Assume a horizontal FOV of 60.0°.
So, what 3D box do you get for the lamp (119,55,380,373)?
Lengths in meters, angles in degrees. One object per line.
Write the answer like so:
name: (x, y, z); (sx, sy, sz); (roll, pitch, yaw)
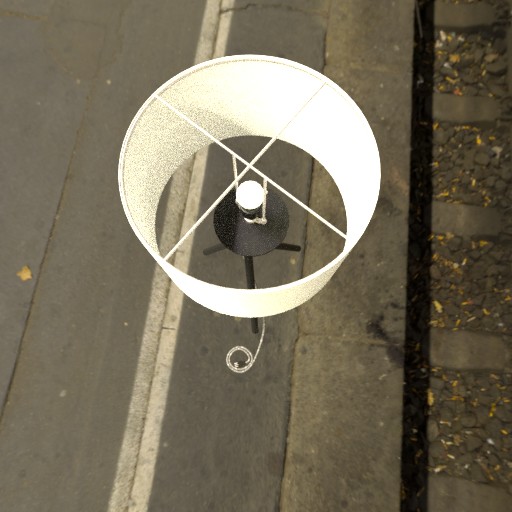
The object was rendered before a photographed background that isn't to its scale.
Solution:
lamp: (0.000, 0.000, 0.914); (0.353, 0.674, 0.422); (-14, 75, -4)
